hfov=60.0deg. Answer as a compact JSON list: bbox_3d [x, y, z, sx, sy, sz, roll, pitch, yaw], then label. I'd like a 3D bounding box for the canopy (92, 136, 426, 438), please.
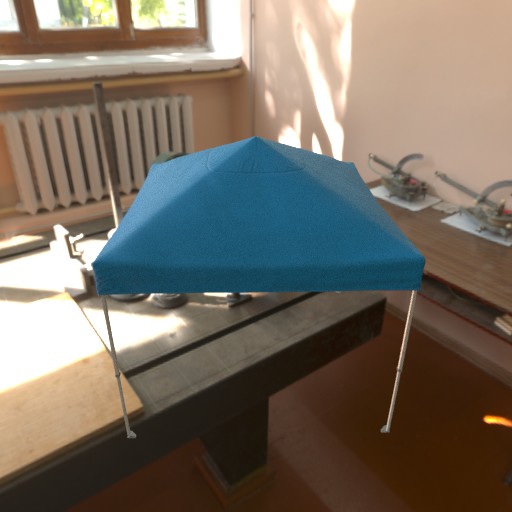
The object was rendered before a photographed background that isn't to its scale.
[{"bbox_3d":[0.000,0.000,5.591,2.996,2.997,2.998,-1,28,-1],"label":"canopy"}]
